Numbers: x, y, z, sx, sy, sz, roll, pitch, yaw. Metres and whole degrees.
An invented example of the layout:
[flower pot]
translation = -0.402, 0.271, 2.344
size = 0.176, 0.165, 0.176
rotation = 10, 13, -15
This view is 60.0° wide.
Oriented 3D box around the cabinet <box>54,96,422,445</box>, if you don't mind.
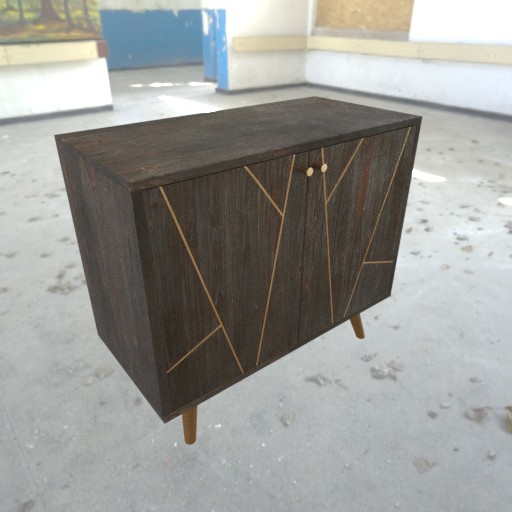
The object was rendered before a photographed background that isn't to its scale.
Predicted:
[cabinet]
translation = 0.000, 0.000, 1.551
size = 1.023, 0.897, 0.529
rotation = -21, 35, -33
